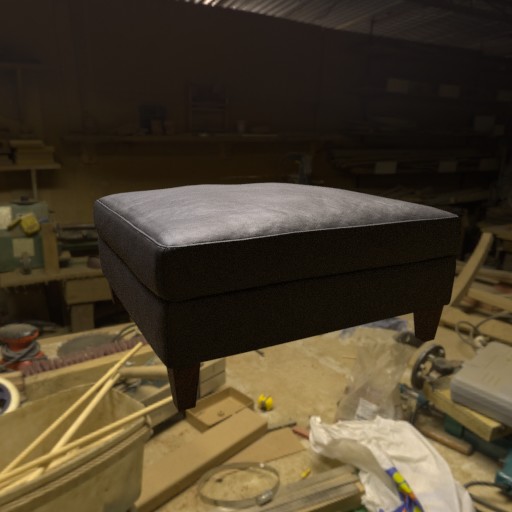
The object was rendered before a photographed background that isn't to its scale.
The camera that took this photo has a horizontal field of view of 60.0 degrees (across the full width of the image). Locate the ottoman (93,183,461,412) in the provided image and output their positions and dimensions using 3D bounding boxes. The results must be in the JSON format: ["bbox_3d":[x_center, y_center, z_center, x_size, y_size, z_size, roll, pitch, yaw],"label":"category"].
[{"bbox_3d":[0.000,0.000,1.365,0.844,0.415,0.836,-7,16,-27],"label":"ottoman"}]
